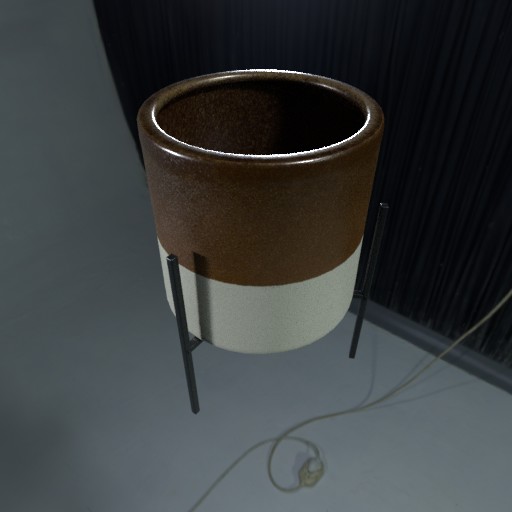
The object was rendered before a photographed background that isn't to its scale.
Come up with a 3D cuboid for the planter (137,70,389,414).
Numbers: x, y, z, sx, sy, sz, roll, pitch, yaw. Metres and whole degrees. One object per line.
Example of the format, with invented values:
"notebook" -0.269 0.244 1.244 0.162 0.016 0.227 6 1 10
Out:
"planter" 0.000 0.000 0.558 0.255 0.375 0.269 25 46 27
